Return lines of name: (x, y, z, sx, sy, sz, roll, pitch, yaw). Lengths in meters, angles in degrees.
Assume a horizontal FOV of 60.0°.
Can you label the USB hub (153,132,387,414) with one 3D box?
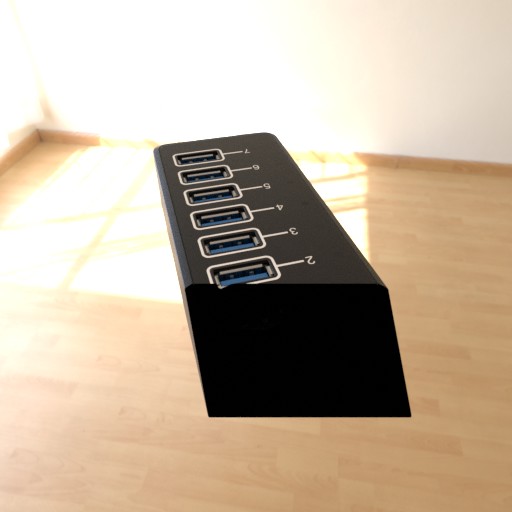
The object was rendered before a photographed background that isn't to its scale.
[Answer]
USB hub: (0.000, 0.000, 0.125, 0.044, 0.023, 0.110, -10, 41, -12)
